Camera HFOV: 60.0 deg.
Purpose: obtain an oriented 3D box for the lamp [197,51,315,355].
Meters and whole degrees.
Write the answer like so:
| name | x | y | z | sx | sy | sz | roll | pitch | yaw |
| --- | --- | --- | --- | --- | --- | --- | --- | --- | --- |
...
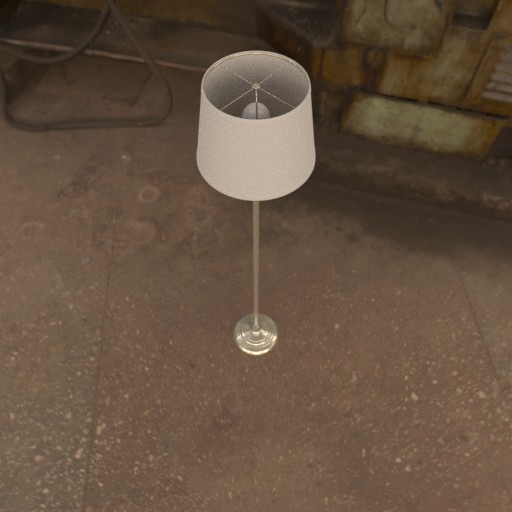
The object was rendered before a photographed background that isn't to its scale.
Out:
| name | x | y | z | sx | sy | sz | roll | pitch | yaw |
| --- | --- | --- | --- | --- | --- | --- | --- | --- | --- |
| lamp | 0.000 | 0.000 | 1.666 | 0.327 | 1.506 | 0.327 | -2 | 58 | -1 |
